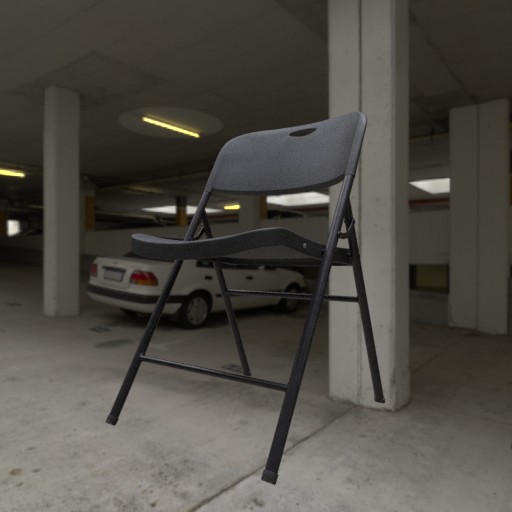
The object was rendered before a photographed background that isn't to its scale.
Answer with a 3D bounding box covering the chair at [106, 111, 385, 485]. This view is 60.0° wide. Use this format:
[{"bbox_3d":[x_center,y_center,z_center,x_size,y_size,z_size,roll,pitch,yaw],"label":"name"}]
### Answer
[{"bbox_3d":[0.000,0.000,1.149,0.494,0.810,0.566,0,0,36],"label":"chair"}]
